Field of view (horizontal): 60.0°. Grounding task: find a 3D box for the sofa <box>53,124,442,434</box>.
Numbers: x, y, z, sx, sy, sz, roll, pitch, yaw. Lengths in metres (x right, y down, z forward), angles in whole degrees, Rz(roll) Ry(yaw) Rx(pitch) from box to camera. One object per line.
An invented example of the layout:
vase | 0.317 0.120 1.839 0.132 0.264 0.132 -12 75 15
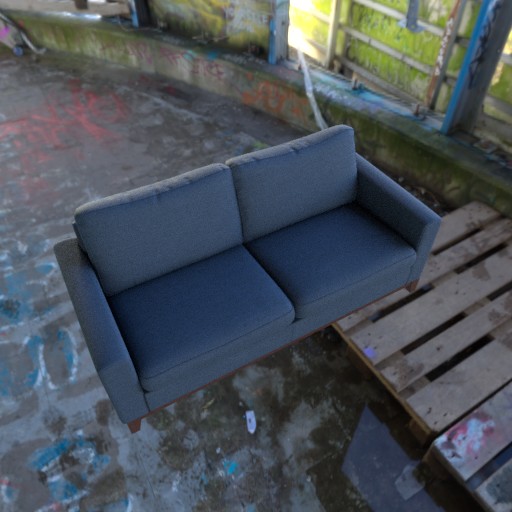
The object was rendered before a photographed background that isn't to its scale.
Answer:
sofa | 0.000 0.000 2.439 1.900 0.865 0.877 -22 50 -20
